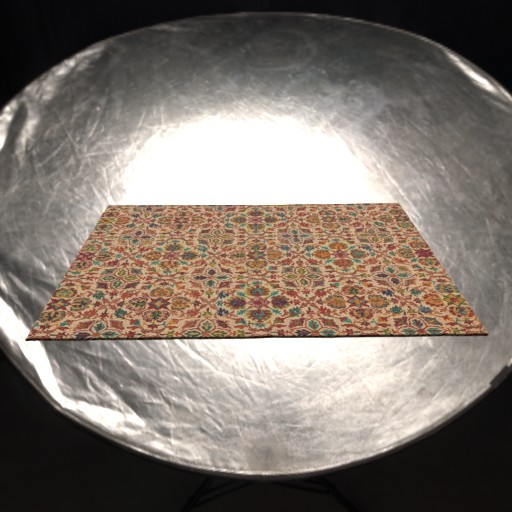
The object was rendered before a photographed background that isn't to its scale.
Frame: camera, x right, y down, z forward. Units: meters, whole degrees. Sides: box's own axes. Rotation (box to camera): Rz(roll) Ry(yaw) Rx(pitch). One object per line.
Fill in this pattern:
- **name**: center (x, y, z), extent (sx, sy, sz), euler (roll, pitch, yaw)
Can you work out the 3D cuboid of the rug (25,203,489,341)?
- **rug**: center (0.000, 0.000, 2.841), extent (2.297, 0.018, 1.541), euler (-1, 32, -1)
